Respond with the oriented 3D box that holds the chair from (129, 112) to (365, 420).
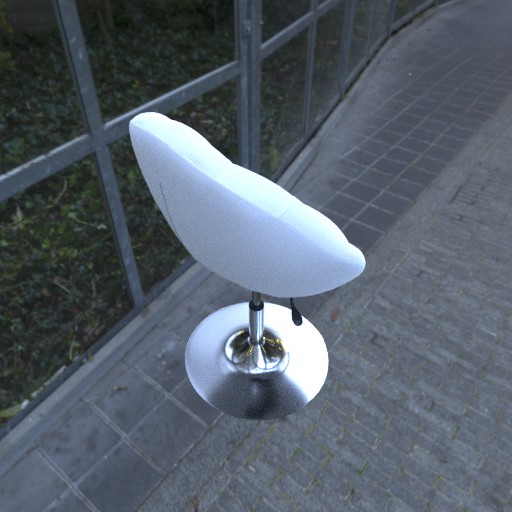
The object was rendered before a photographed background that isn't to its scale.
[{"bbox_3d":[0.000,0.000,1.792,0.736,1.261,0.940,-27,47,-29],"label":"chair"}]
